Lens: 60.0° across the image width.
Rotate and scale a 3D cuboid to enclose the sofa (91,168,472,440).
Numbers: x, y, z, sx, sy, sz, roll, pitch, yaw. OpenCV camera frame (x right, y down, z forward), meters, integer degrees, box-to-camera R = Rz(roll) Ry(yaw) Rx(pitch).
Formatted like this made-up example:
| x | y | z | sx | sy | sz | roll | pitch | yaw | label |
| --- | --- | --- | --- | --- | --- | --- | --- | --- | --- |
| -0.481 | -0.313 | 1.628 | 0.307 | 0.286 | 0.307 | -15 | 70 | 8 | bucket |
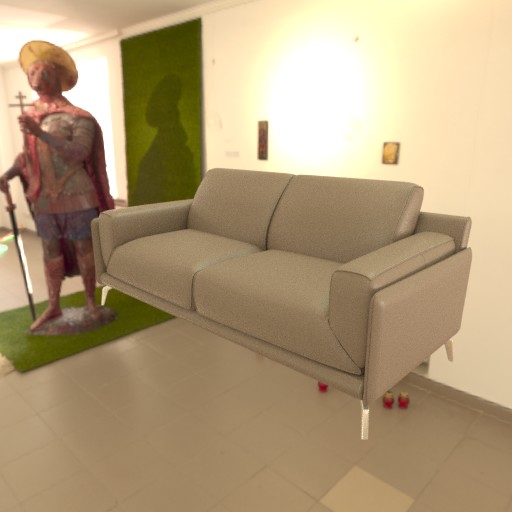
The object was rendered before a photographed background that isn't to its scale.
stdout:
| x | y | z | sx | sy | sz | roll | pitch | yaw | label |
| --- | --- | --- | --- | --- | --- | --- | --- | --- | --- |
| 0.000 | 0.000 | 2.557 | 2.101 | 0.930 | 1.049 | 14 | 21 | 41 | sofa |
